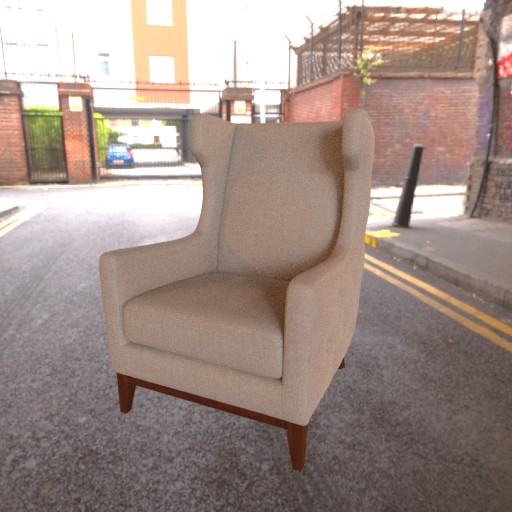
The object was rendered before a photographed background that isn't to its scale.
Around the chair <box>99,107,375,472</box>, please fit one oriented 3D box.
[{"bbox_3d":[0.000,0.000,1.699,0.778,1.079,0.899,7,15,25],"label":"chair"}]
